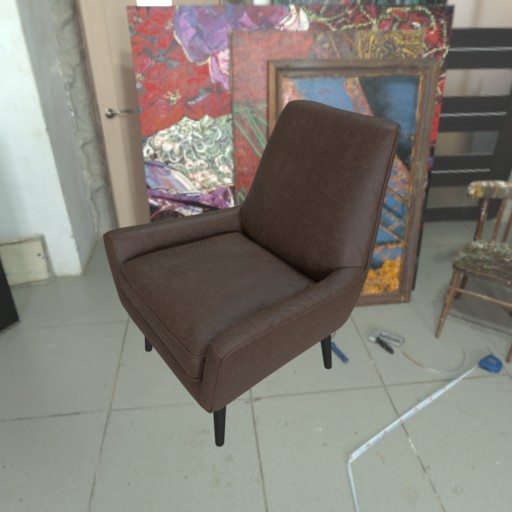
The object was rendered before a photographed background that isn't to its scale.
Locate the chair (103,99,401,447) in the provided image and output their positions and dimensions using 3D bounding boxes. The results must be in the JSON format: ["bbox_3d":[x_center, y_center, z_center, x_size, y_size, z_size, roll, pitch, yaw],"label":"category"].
[{"bbox_3d":[0.000,0.000,1.511,0.824,0.888,0.787,-20,36,-31],"label":"chair"}]
